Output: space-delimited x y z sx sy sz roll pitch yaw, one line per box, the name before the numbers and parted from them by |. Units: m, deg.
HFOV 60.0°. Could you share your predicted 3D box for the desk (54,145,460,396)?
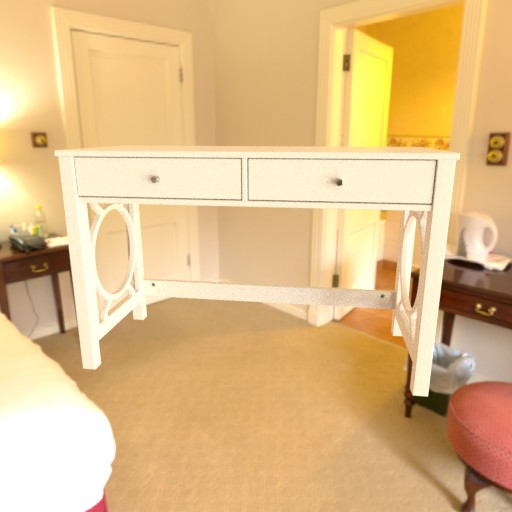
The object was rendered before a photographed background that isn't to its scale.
desk | 0.000 0.000 1.617 1.191 0.762 0.504 2 16 8
